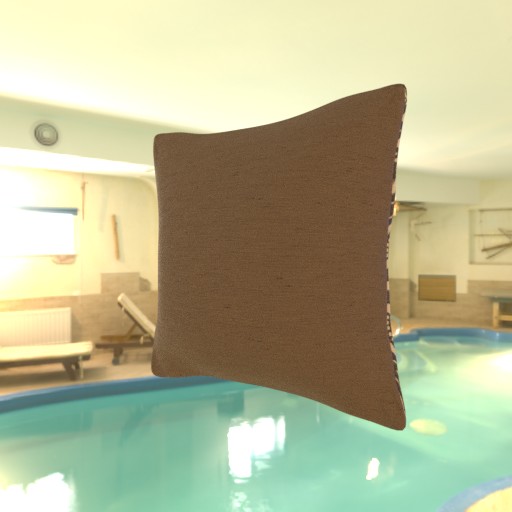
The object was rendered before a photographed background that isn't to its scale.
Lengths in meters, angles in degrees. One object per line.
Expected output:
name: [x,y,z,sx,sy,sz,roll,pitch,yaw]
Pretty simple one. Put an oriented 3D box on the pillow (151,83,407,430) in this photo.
pillow: [0.000,0.000,0.648,0.436,0.417,0.148,0,1,35]
